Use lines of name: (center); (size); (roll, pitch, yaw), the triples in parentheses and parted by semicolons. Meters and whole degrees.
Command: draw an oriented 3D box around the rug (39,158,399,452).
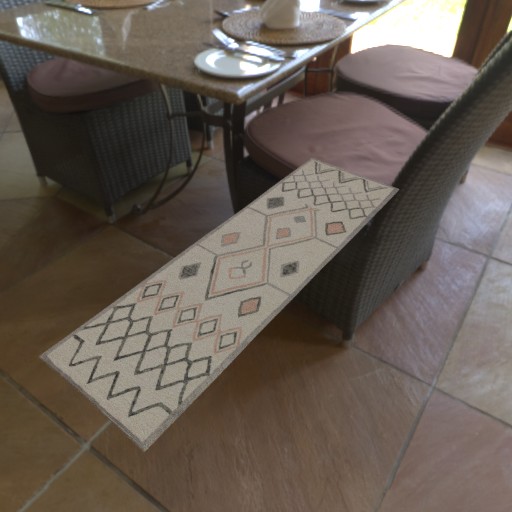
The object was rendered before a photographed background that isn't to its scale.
rug: (0.000, 0.000, 2.672); (0.750, 0.011, 2.435); (27, 48, 27)
